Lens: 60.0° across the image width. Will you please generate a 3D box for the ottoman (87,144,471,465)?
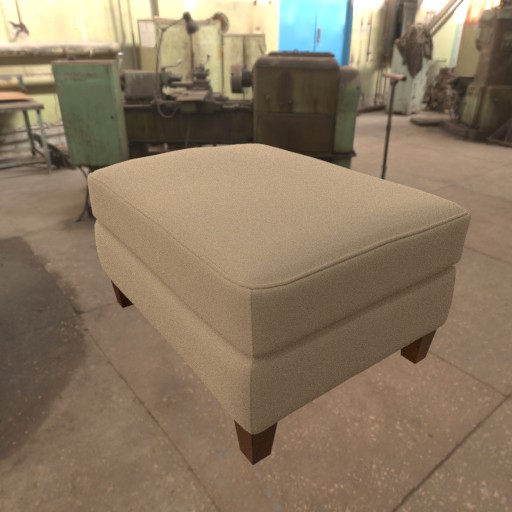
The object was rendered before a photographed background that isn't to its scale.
[{"bbox_3d":[0.000,0.000,1.189,0.634,0.485,0.818,-18,32,-32],"label":"ottoman"}]
